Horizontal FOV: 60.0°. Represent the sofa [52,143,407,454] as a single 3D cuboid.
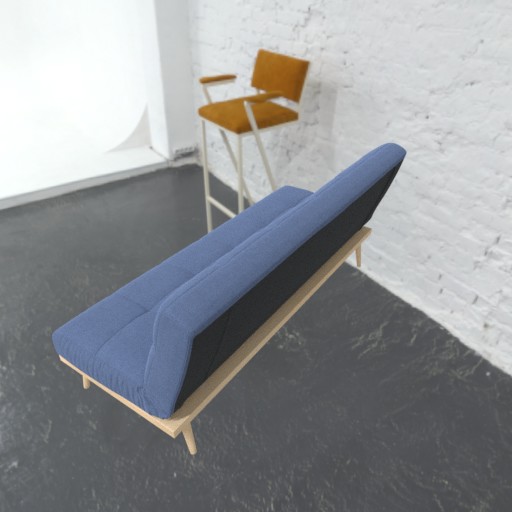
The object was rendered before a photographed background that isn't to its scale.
[{"bbox_3d":[0.000,0.000,2.187,0.796,0.800,1.800,20,38,29],"label":"sofa"}]
